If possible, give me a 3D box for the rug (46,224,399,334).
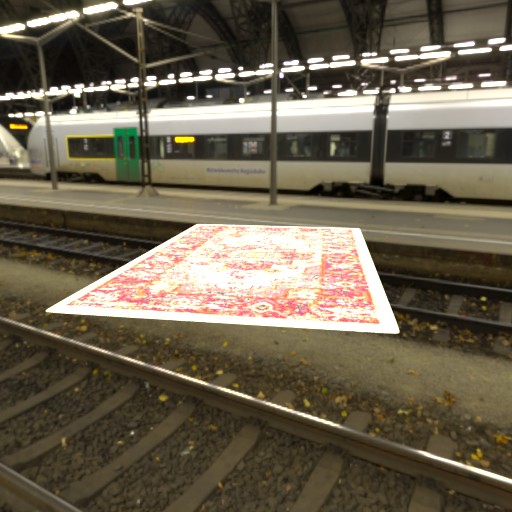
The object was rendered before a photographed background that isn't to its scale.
[{"bbox_3d":[0.000,0.000,1.091,0.556,0.004,0.868,2,14,9],"label":"rug"}]
